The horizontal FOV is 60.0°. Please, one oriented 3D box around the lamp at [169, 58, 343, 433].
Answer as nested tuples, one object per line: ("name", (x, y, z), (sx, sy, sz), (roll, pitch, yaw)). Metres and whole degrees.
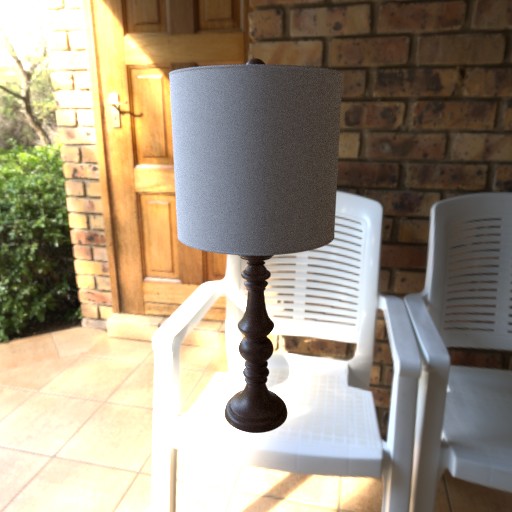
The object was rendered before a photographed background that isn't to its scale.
("lamp", (0.000, 0.000, 0.727), (0.250, 0.597, 0.250), (2, 17, 7))
